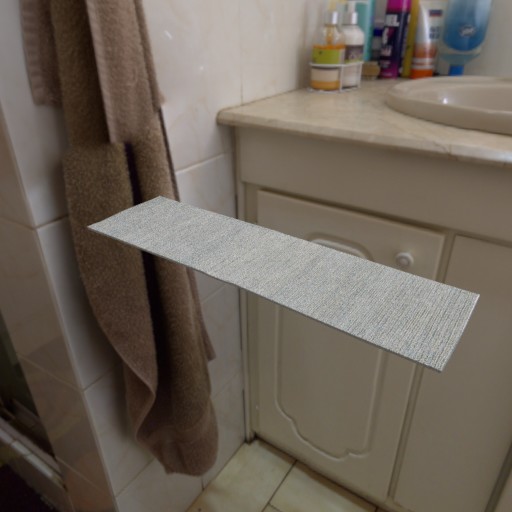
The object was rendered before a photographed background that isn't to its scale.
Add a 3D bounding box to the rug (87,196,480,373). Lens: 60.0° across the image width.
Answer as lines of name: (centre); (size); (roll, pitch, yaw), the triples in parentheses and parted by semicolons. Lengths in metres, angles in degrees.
rug: (0.000, 0.000, 2.616); (2.341, 0.037, 0.675); (19, 34, 31)
